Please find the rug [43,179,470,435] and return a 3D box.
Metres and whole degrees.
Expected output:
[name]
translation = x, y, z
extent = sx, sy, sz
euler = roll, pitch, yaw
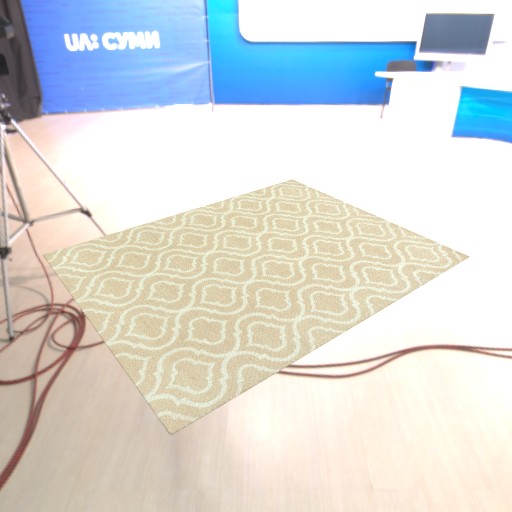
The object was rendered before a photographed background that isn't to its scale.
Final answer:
[rug]
translation = 0.000, 0.000, 3.821
extent = 2.894, 0.013, 2.286
euler = -22, 38, -32
